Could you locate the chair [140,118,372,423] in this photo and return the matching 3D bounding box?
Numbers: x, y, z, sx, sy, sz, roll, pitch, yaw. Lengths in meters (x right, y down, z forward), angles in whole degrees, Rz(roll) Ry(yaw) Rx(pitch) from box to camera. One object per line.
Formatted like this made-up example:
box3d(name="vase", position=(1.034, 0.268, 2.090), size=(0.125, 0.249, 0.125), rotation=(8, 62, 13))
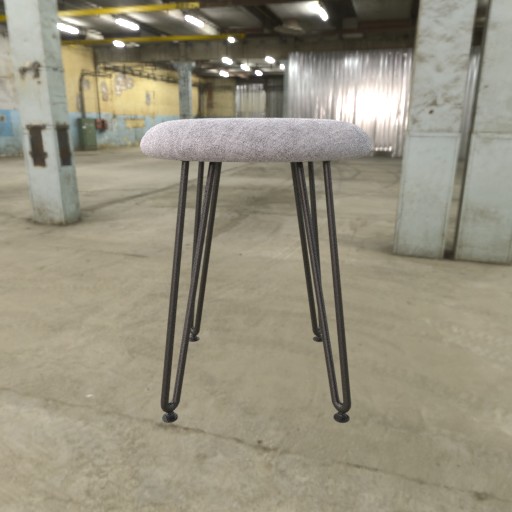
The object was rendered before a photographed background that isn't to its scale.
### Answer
box3d(name="chair", position=(0.000, 0.000, 0.652), size=(0.350, 0.386, 0.350), rotation=(-15, 22, -43))
